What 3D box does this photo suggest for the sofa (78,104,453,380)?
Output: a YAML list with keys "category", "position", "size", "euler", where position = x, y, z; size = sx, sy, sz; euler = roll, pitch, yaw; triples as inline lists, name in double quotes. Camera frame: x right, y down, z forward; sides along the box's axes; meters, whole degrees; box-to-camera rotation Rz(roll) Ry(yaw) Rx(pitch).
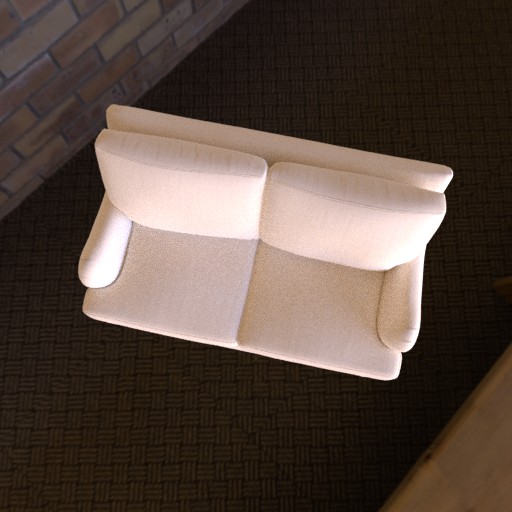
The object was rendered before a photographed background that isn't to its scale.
- category: "sofa"
  position: [0.000, 0.000, 2.560]
  size: [1.853, 1.101, 1.084]
  euler: [11, 77, 3]
